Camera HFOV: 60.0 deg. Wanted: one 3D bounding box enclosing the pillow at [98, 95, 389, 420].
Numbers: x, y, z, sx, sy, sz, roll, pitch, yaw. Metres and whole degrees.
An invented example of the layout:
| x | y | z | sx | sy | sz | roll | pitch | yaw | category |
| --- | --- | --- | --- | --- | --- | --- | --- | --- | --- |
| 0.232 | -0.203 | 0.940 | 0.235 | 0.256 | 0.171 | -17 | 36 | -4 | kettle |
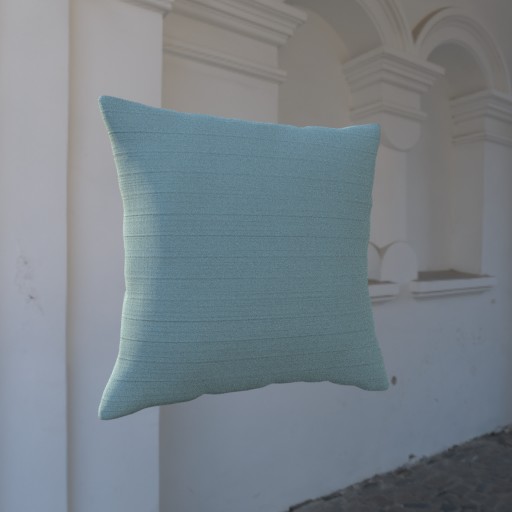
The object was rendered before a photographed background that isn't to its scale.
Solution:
| x | y | z | sx | sy | sz | roll | pitch | yaw | category |
| --- | --- | --- | --- | --- | --- | --- | --- | --- | --- |
| 0.000 | 0.000 | 0.700 | 0.470 | 0.464 | 0.175 | 0 | 0 | -18 | pillow |
